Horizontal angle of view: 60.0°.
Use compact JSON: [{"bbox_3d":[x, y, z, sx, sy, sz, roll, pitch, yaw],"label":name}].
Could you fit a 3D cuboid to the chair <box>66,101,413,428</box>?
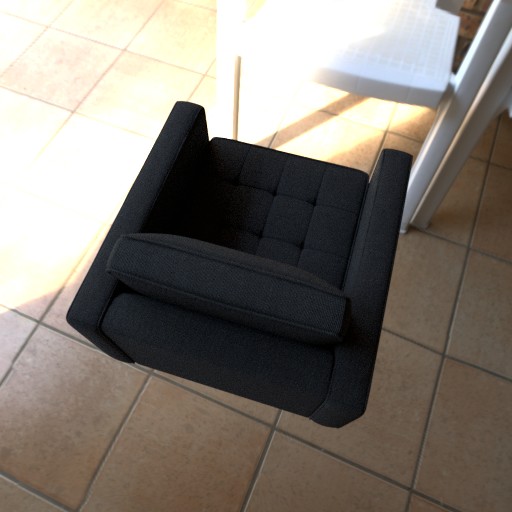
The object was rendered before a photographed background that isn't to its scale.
[{"bbox_3d":[0.000,0.000,1.581,0.899,0.770,0.919,15,65,7],"label":"chair"}]
